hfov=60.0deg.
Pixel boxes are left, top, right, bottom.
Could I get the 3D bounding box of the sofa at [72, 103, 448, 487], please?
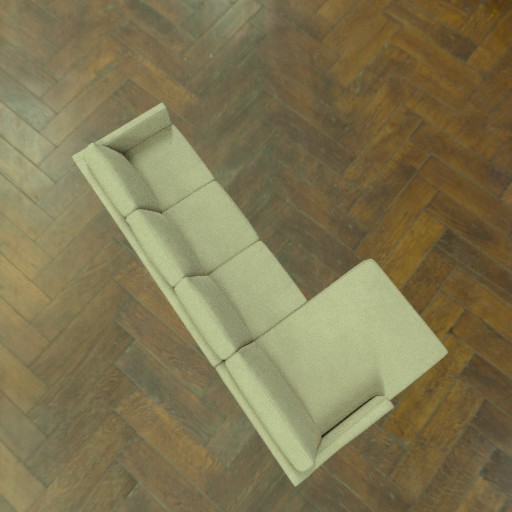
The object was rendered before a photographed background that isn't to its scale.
[{"bbox_3d":[0.000,0.000,3.814,1.625,0.846,3.186,-35,78,-9],"label":"sofa"}]
